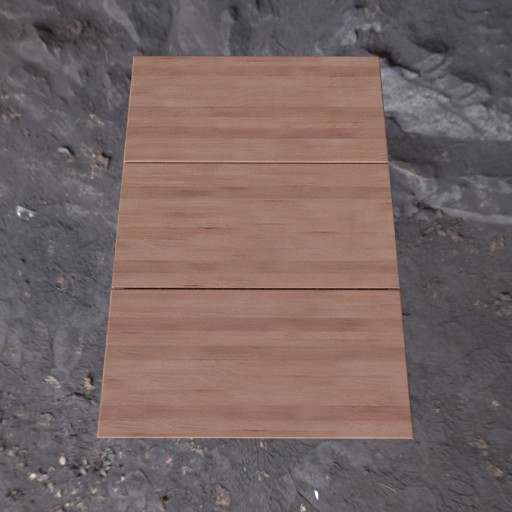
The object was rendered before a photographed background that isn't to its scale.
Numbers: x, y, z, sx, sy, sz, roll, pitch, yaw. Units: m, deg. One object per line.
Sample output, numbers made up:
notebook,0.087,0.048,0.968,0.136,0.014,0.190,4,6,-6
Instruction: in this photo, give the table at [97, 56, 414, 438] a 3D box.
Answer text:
table,0.000,0.000,1.806,0.900,0.770,1.300,0,74,0
